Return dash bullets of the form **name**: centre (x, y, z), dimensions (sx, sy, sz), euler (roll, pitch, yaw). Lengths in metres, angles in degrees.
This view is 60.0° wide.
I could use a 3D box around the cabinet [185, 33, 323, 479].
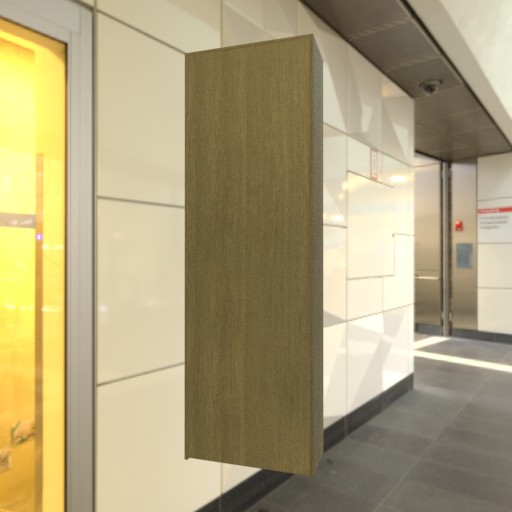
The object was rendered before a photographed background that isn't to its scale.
- **cabinet**: centre (0.000, 0.000, 1.821), dimensions (0.520, 1.630, 0.255), euler (0, 0, 18)
